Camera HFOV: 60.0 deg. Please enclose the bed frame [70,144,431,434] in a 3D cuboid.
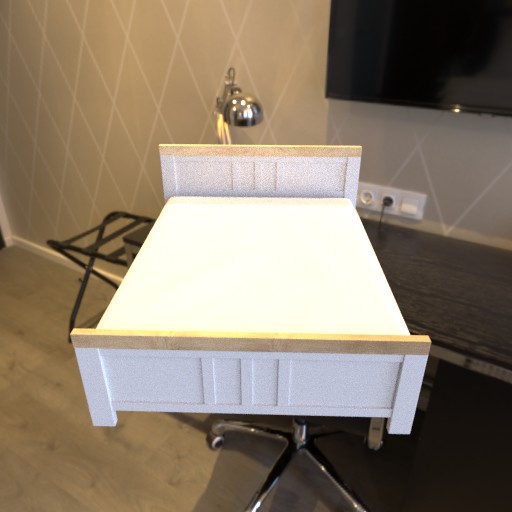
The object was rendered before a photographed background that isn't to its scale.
[{"bbox_3d":[0.000,0.000,3.001,1.670,0.980,2.050,1,28,2],"label":"bed frame"}]
